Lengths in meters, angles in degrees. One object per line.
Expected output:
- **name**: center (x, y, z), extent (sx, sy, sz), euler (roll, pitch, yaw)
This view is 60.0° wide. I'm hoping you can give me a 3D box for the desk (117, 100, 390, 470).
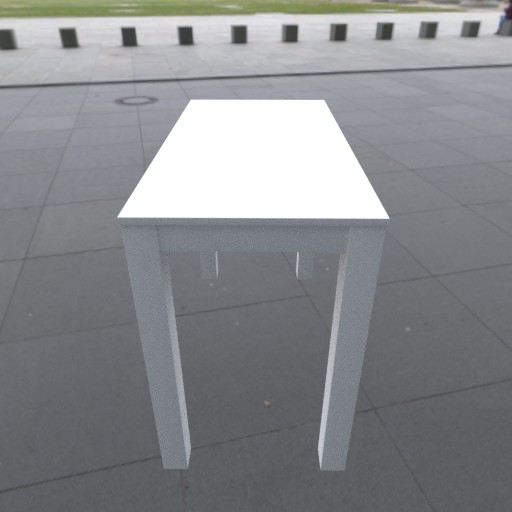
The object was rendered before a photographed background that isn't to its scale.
- **desk**: center (0.000, 0.000, 1.428), extent (0.497, 0.762, 0.990), euler (0, 31, 1)
